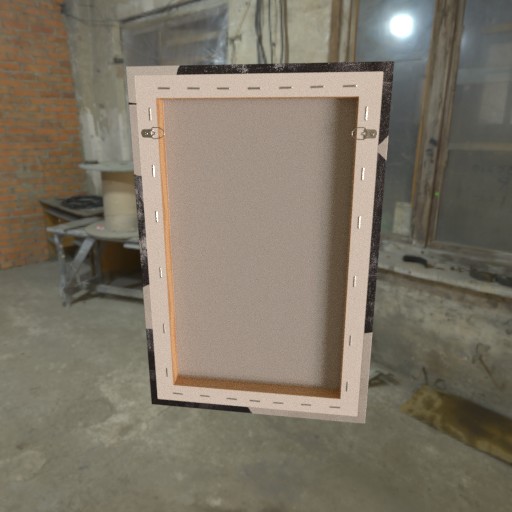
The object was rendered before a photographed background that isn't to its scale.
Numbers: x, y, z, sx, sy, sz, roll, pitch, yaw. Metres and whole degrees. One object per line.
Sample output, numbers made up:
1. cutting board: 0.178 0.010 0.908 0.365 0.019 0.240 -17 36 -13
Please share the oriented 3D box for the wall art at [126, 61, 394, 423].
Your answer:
1. wall art: 0.000 0.000 0.767 0.407 0.610 0.039 2 17 8
